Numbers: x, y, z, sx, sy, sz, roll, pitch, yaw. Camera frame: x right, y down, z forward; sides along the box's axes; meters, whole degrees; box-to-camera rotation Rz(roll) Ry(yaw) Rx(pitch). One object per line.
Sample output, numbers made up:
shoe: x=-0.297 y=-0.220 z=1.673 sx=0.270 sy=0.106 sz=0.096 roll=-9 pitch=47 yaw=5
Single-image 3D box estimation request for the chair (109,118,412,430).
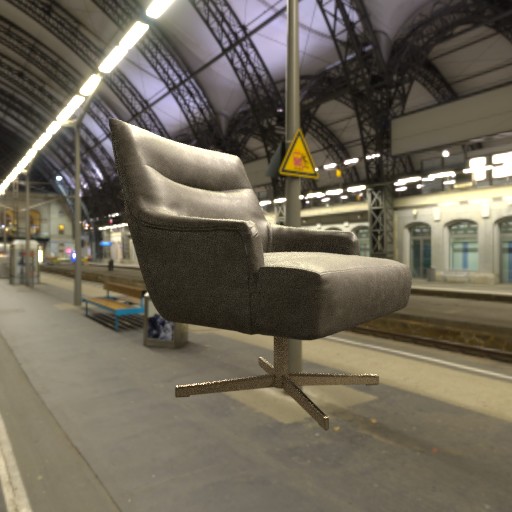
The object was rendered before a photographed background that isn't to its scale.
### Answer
chair: x=0.000 y=0.000 z=1.484 sx=0.874 sy=0.870 sz=0.738 roll=0 pitch=0 yaw=34
